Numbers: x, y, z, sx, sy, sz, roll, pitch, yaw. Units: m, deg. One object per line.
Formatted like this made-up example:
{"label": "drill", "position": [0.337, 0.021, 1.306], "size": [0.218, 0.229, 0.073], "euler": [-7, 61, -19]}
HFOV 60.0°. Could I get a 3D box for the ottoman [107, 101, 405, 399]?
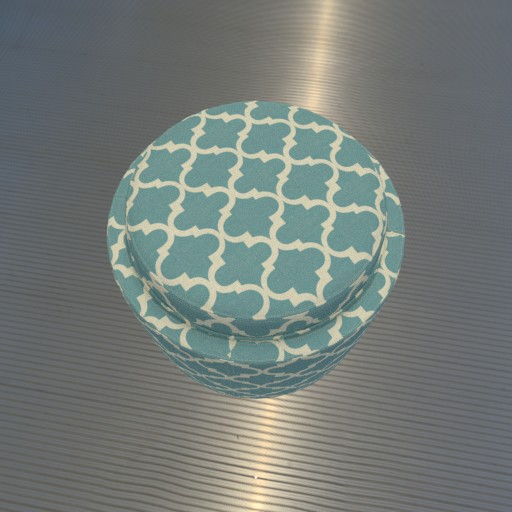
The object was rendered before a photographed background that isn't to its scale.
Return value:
{"label": "ottoman", "position": [0.000, 0.000, 0.834], "size": [0.480, 0.429, 0.480], "euler": [0, 63, 0]}
